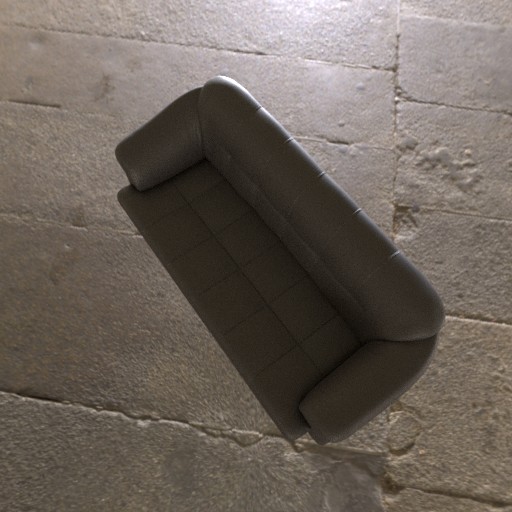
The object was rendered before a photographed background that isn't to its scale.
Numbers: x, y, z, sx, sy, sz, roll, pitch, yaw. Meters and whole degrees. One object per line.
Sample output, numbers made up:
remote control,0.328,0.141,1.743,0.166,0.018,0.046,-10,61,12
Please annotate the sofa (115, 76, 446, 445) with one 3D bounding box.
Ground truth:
sofa,0.000,0.000,2.244,0.800,0.811,1.829,-34,70,-14
